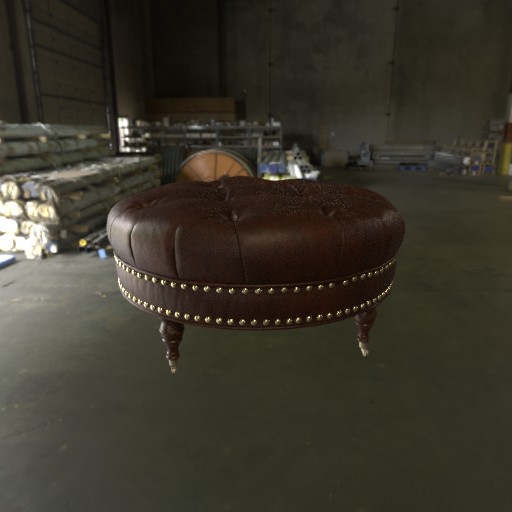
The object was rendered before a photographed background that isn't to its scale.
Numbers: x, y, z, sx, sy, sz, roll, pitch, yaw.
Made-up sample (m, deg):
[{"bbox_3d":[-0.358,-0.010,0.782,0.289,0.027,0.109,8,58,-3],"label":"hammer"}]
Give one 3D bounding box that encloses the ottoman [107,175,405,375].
[{"bbox_3d":[0.000,0.000,1.414,0.901,0.455,0.901,0,16,0],"label":"ottoman"}]
